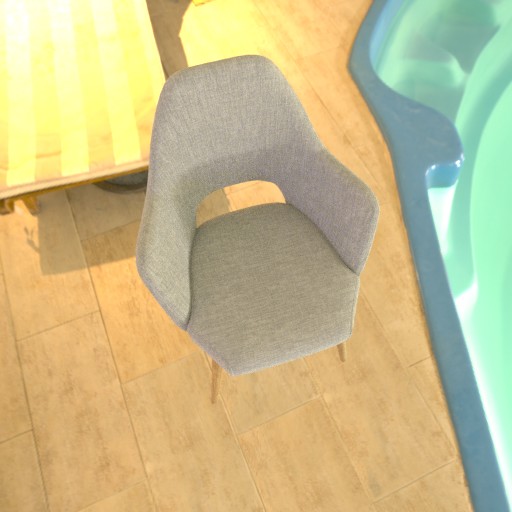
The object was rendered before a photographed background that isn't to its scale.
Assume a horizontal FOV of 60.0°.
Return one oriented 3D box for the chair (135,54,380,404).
[{"bbox_3d":[0.000,0.000,1.237,0.590,0.840,0.610,-16,65,-8],"label":"chair"}]
